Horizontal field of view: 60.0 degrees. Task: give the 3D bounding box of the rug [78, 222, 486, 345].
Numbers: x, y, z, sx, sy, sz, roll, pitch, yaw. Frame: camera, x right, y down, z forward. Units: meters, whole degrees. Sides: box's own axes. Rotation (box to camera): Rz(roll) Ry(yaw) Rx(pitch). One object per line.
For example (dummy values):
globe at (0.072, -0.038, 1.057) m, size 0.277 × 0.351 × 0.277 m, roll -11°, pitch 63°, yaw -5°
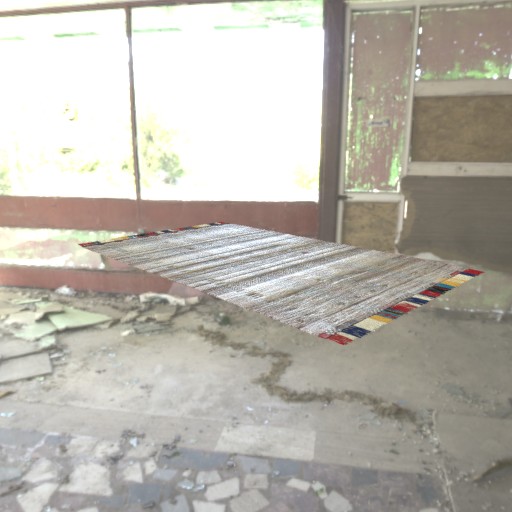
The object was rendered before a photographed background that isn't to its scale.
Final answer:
rug at (0.000, 0.000, 2.996) m, size 1.465 × 0.012 × 2.465 m, roll -13°, pitch 19°, yaw -43°
